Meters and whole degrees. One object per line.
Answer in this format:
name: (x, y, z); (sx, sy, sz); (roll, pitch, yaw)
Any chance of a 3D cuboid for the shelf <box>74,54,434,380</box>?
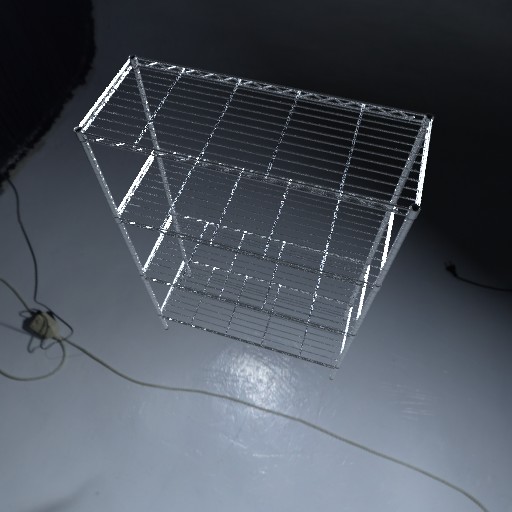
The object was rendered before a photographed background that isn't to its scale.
shelf: (0.000, 0.000, 1.763); (0.907, 1.360, 0.352); (15, 59, 9)
